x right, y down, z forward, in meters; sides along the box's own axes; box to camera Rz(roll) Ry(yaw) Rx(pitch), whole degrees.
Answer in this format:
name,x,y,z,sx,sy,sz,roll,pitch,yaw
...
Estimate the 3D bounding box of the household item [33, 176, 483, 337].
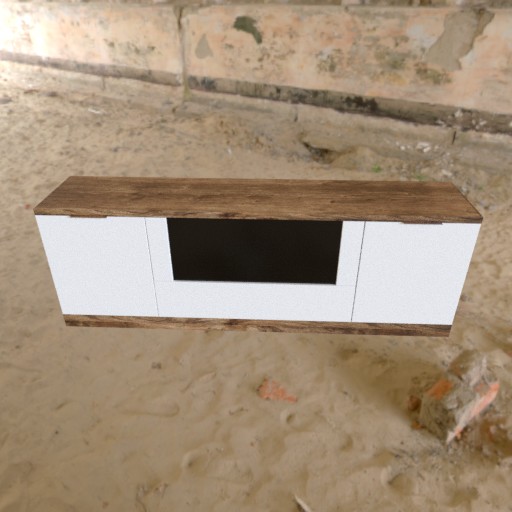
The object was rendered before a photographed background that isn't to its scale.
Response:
name,x,y,z,sx,sy,sz,roll,pitch,yaw
household item,0.000,0.000,2.081,1.800,0.615,0.390,1,31,2
